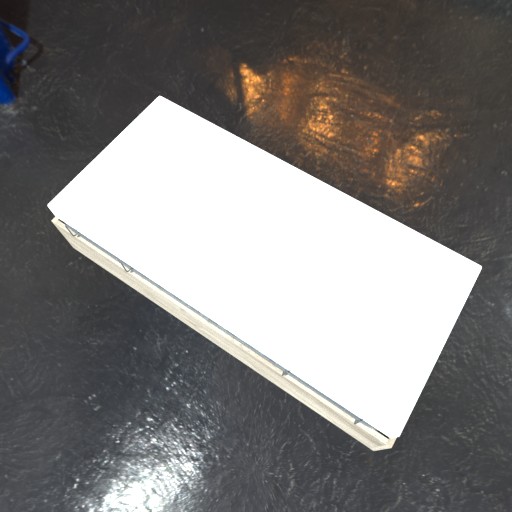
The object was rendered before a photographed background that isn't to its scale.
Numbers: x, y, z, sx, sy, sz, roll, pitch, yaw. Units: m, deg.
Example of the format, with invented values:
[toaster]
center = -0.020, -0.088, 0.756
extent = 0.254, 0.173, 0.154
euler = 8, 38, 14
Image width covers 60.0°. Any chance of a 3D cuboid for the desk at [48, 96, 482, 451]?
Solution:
[desk]
center = 0.000, 0.000, 2.236
extent = 1.900, 0.455, 0.900
euler = 31, 68, 14
